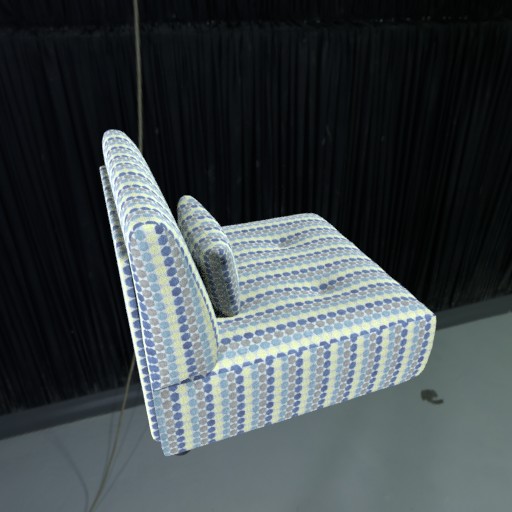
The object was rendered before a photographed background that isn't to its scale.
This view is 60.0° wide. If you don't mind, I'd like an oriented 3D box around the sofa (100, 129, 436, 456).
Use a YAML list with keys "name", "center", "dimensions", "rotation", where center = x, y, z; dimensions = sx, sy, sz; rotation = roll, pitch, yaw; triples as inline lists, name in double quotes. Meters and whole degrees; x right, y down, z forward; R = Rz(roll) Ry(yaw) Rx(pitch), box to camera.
- name: "sofa"
  center: [0.000, 0.000, 1.693]
  dimensions: [1.000, 0.830, 0.930]
  rotation: [-11, 32, -18]
